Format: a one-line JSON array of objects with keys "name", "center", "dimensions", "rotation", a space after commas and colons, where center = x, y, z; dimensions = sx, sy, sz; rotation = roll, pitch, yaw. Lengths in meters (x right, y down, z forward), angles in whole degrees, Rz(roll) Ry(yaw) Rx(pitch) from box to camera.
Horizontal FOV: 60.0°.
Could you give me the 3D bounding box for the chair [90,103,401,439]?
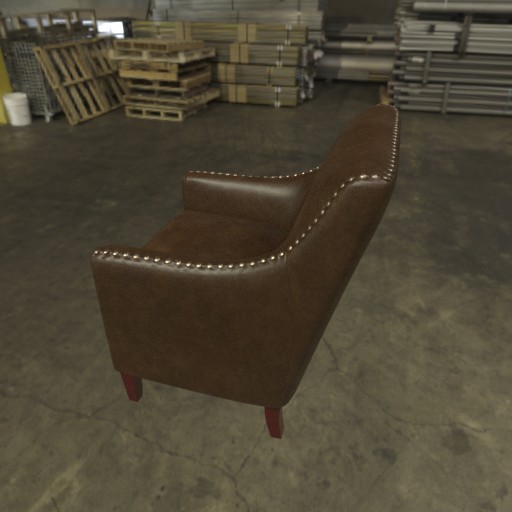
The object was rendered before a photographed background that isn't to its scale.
[{"name": "chair", "center": [0.000, 0.000, 1.317], "dimensions": [0.704, 0.813, 0.639], "rotation": [9, 32, 14]}]
